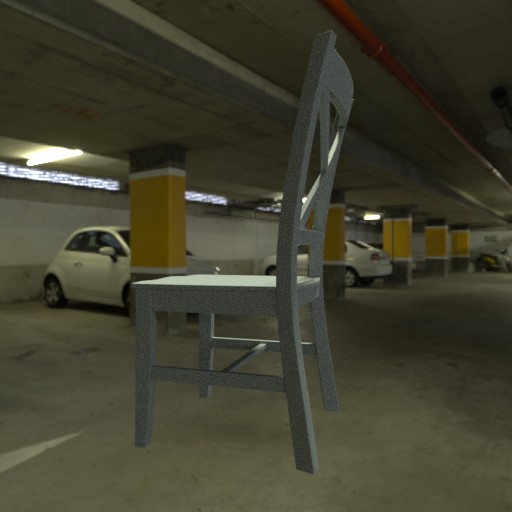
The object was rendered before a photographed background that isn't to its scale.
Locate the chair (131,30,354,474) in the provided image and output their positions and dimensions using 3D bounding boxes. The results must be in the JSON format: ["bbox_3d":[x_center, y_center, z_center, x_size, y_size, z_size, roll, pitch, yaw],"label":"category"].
[{"bbox_3d":[0.000,0.000,1.268,0.542,0.983,0.485,0,1,17],"label":"chair"}]
